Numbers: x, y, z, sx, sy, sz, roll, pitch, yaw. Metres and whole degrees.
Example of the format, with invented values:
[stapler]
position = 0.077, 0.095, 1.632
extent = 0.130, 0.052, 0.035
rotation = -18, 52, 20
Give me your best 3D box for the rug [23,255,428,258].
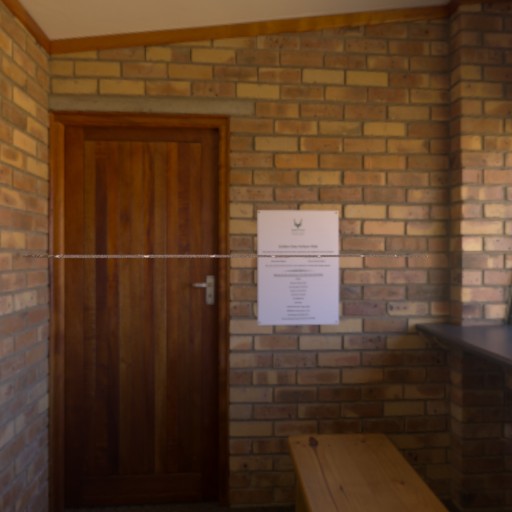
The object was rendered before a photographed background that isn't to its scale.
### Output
[rug]
position = 0.000, 0.000, 2.736
extent = 2.464, 0.012, 0.773
rotation = 0, 0, -36
